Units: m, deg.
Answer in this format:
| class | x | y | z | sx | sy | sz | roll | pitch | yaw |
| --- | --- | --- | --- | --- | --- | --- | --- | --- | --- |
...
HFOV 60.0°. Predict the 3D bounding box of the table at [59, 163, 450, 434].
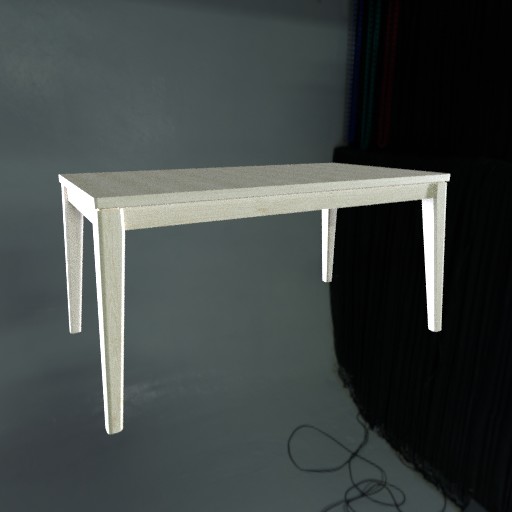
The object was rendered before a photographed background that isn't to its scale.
| class | x | y | z | sx | sy | sz | roll | pitch | yaw |
| --- | --- | --- | --- | --- | --- | --- | --- | --- | --- |
| table | 0.000 | 0.000 | 2.081 | 1.600 | 0.760 | 0.900 | -9 | 18 | -28 |
